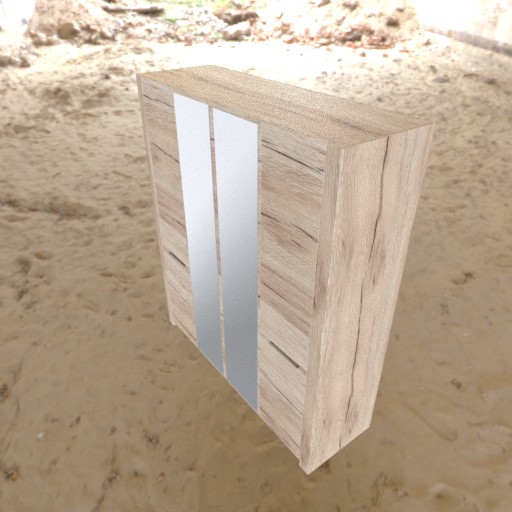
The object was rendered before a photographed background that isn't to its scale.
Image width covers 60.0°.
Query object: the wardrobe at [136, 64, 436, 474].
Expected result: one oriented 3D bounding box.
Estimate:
[{"bbox_3d":[0.000,0.000,2.932,0.580,2.070,1.810,-22,39,-31],"label":"wardrobe"}]
